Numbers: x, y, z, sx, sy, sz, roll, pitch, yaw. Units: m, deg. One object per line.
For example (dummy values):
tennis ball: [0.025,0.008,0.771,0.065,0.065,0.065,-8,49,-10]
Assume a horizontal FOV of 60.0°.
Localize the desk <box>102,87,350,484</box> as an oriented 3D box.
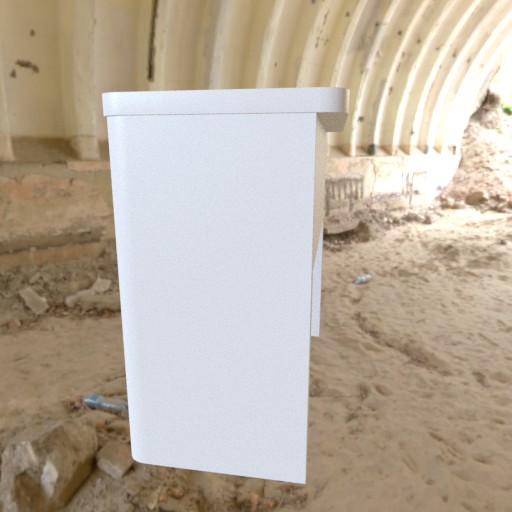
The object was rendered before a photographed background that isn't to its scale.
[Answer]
desk: [0.000,0.000,1.212,0.446,0.760,0.790,2,14,10]
